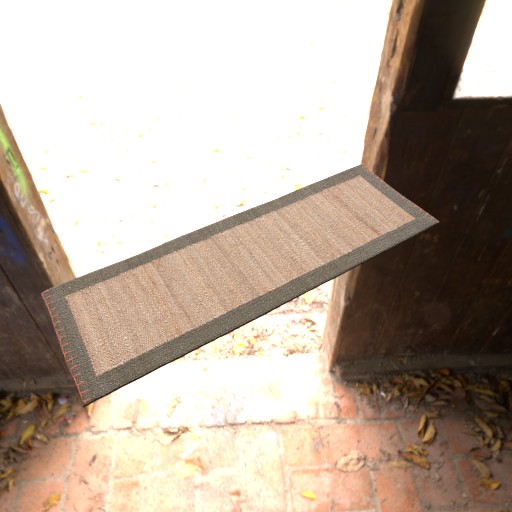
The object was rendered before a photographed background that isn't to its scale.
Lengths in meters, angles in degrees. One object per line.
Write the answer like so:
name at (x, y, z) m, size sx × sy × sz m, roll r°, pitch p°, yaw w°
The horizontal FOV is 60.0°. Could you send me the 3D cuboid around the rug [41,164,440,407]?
rug at (0.000, 0.000, 2.743) m, size 2.413 × 0.016 × 0.810 m, roll -24°, pitch 51°, yaw -21°
